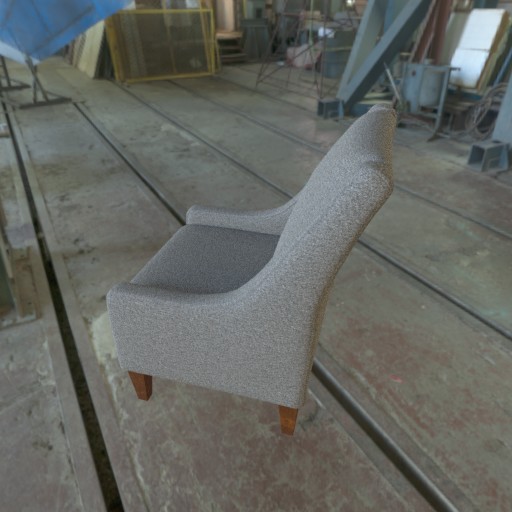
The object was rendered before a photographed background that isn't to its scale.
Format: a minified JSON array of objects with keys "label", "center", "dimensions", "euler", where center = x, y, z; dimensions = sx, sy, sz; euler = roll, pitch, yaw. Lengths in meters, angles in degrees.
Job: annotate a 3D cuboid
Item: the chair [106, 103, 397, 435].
[{"label":"chair","center":[0.000,0.000,1.664],"dimensions":[0.870,1.016,0.774],"euler":[8,32,14]}]
